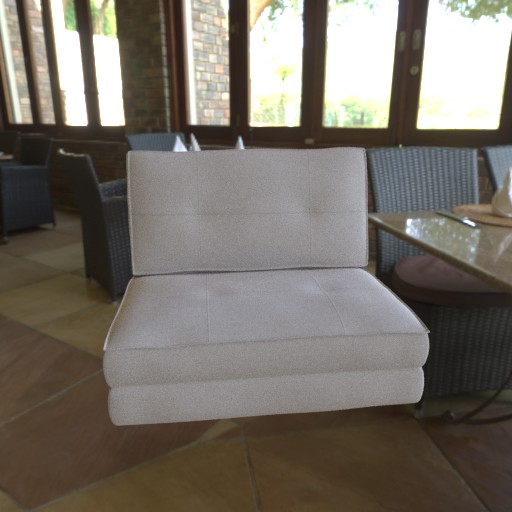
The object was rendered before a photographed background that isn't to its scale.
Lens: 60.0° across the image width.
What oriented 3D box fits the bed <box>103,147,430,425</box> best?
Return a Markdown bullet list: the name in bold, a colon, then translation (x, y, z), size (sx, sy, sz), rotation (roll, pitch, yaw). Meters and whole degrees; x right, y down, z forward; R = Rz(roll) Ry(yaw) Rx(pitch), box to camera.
- **bed**: translation (0.000, 0.000, 1.340), size (0.799, 0.614, 0.749), rotation (-2, 17, -7)
